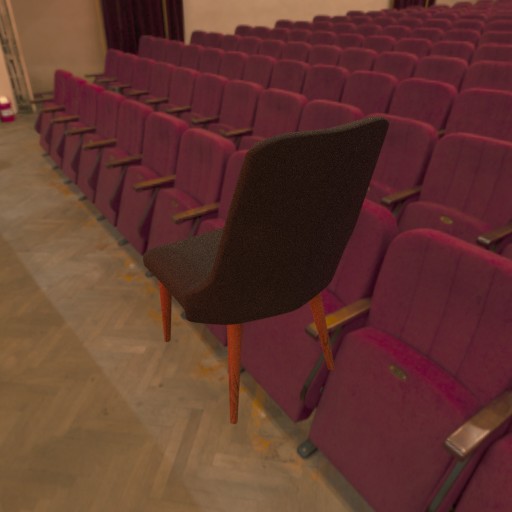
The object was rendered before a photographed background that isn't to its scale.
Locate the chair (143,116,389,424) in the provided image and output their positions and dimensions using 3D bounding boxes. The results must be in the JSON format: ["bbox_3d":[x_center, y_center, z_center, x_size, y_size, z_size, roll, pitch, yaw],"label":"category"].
[{"bbox_3d":[0.000,0.000,1.221,0.504,0.820,0.567,-19,35,-29],"label":"chair"}]
